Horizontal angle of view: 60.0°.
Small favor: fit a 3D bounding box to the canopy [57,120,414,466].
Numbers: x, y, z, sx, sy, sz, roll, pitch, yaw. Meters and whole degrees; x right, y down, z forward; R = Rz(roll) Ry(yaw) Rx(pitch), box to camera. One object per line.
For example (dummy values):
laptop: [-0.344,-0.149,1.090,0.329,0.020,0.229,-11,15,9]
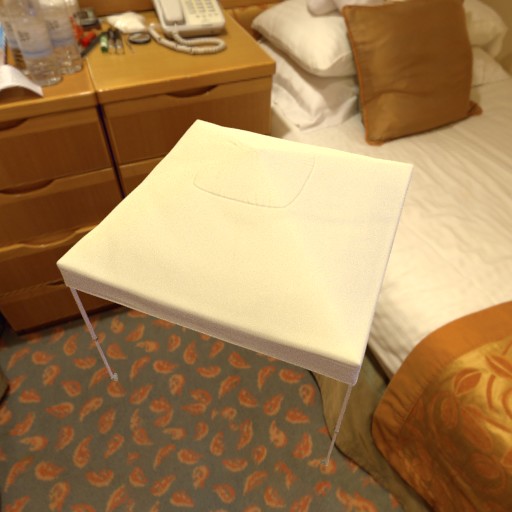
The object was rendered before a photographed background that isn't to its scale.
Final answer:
canopy: [0.000,0.000,5.381,2.998,2.997,2.996,16,48,15]
